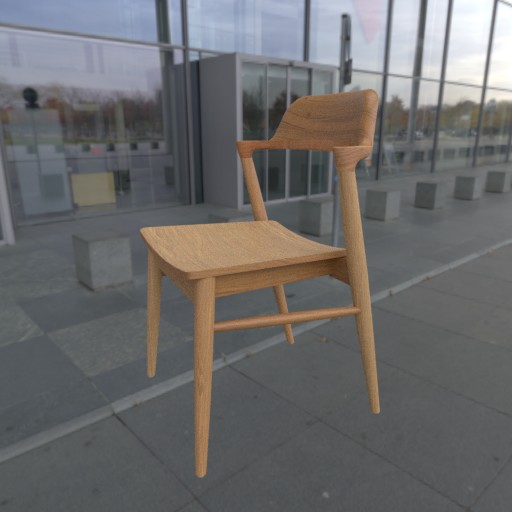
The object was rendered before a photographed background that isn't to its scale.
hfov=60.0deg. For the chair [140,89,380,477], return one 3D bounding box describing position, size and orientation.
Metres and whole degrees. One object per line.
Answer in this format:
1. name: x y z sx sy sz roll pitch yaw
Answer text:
1. chair: 0.000 0.000 1.119 0.499 0.792 0.512 -8 18 -25
